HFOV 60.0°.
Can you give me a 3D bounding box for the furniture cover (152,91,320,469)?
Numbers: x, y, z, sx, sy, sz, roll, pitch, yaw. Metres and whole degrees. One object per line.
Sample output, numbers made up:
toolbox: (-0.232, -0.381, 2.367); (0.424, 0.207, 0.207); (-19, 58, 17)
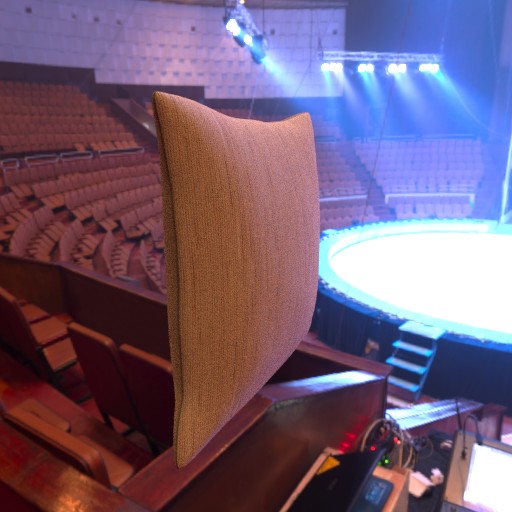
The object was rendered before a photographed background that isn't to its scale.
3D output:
furniture cover: (0.000, 0.000, 0.782); (0.178, 0.506, 0.512); (7, 17, 26)
